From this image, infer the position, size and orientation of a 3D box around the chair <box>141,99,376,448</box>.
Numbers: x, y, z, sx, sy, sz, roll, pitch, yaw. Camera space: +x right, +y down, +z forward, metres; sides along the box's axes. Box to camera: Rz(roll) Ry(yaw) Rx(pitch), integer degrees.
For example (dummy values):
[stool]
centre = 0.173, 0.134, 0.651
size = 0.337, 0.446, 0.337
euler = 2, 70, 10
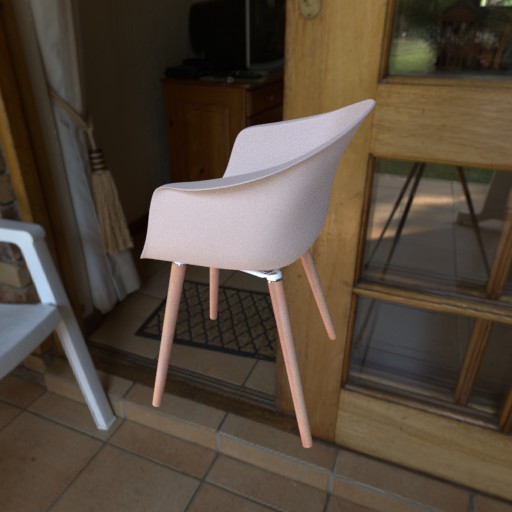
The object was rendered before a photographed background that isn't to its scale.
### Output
[chair]
centre = 0.000, 0.000, 1.146
size = 0.504, 0.781, 0.593
euler = 8, 29, 15
